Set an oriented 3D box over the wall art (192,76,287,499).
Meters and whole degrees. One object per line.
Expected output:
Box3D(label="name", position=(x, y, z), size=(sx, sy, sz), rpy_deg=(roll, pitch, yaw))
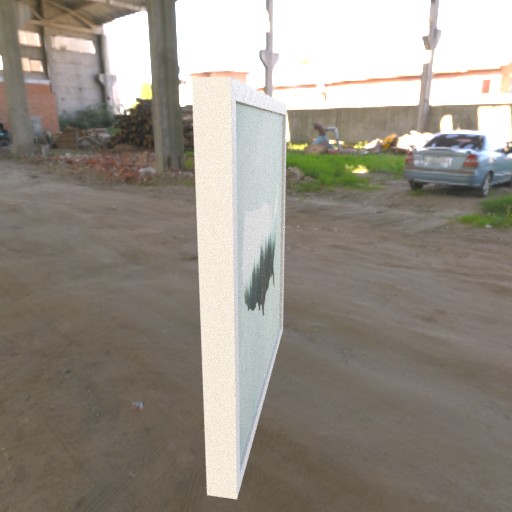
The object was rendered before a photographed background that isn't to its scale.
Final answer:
Box3D(label="wall art", position=(0.000, 0.000, 0.447), size=(0.024, 0.304, 0.304), rpy_deg=(3, 16, 10))
